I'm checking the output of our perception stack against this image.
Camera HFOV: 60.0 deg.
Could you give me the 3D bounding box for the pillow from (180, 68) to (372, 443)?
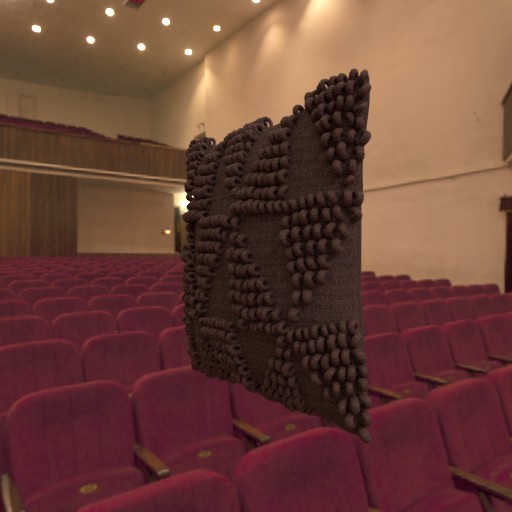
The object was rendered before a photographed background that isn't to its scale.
[{"bbox_3d":[0.000,0.000,0.725,0.172,0.467,0.470,0,-1,-36],"label":"pillow"}]
